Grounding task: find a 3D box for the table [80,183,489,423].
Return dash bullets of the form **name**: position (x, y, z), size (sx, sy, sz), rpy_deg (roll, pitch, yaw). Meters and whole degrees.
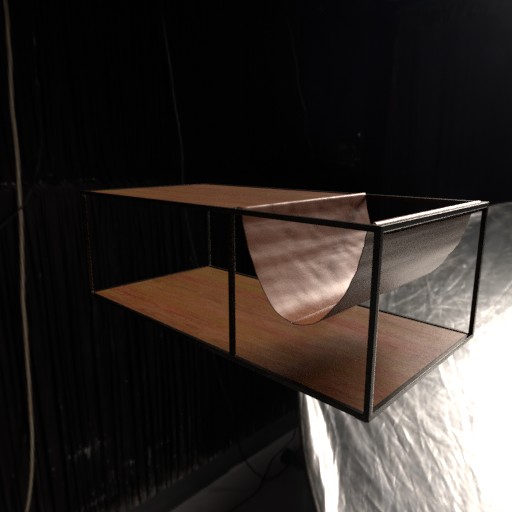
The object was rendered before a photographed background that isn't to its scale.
- **table**: position (0.000, 0.000, 1.454), size (1.199, 0.403, 0.597), rpy_deg (12, 17, 43)
